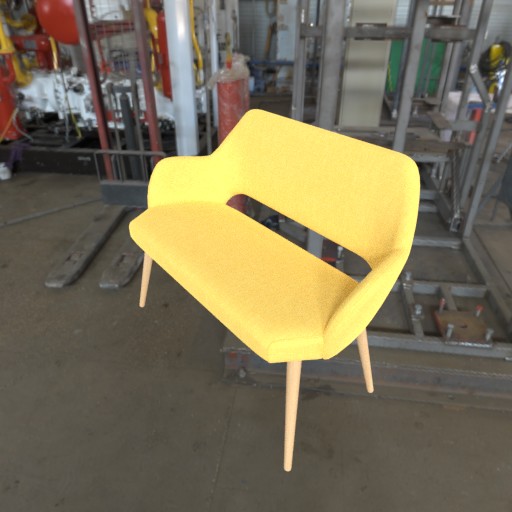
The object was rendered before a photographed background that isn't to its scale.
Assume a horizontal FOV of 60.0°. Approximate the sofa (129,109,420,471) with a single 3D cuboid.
[{"bbox_3d":[0.000,0.000,1.627,0.610,0.840,1.150,-22,38,-31],"label":"sofa"}]
